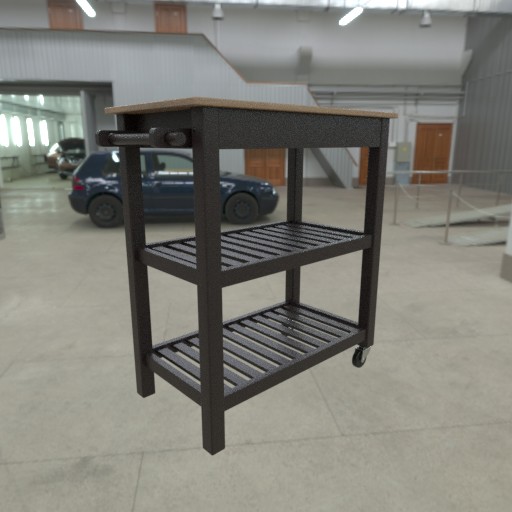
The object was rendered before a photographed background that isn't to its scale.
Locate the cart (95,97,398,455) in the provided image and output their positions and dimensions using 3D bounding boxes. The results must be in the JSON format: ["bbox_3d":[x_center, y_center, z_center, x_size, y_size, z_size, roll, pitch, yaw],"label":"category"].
[{"bbox_3d":[0.000,0.000,1.482,0.899,0.927,0.457,-13,19,-41],"label":"cart"}]
